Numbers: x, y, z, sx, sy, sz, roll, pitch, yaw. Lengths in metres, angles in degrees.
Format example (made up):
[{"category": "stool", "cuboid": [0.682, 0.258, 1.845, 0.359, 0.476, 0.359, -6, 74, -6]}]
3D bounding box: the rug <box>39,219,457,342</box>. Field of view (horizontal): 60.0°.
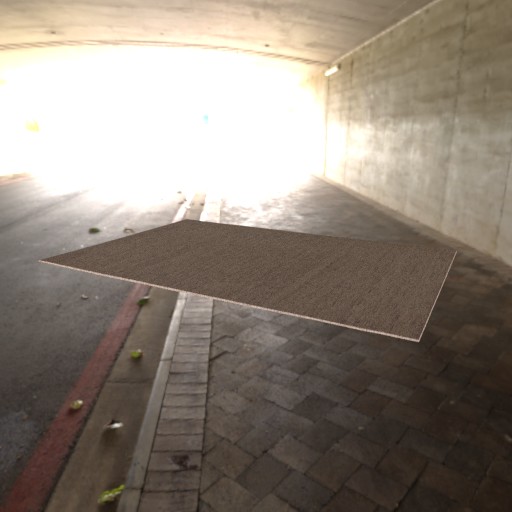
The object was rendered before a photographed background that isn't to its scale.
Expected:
[{"category": "rug", "cuboid": [0.000, 0.000, 2.338, 1.840, 0.013, 1.225, 9, 18, 27]}]
